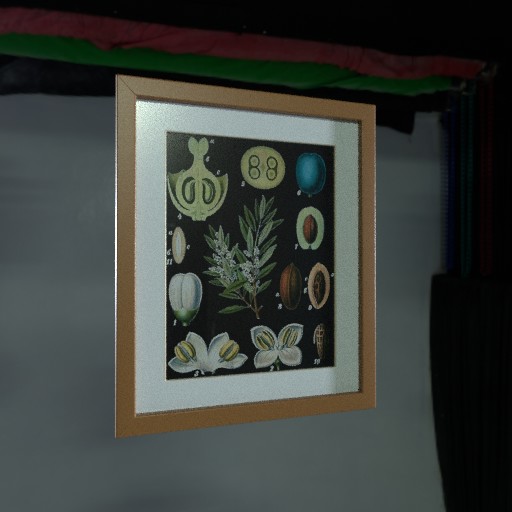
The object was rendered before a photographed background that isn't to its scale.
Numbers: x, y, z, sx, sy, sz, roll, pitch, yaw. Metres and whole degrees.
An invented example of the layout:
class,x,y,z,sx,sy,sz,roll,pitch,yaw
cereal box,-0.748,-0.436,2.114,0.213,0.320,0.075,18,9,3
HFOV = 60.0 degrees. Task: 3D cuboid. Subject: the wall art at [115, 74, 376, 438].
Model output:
class,x,y,z,sx,sy,sz,roll,pitch,yaw
wall art,0.000,0.000,0.513,0.310,0.379,0.015,0,0,-18
